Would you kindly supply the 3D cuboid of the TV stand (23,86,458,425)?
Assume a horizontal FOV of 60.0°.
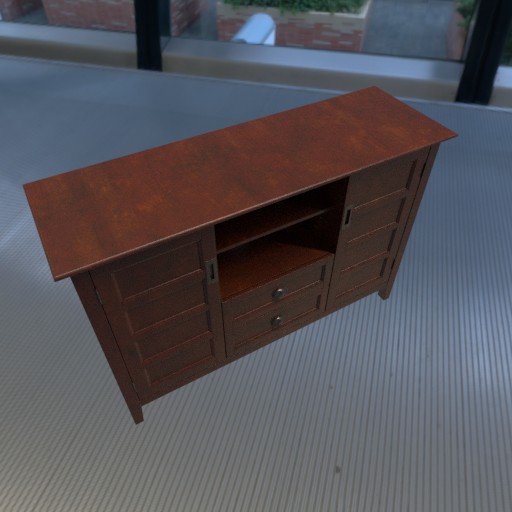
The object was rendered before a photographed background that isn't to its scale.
[{"bbox_3d":[0.000,0.000,1.763,1.372,0.915,0.445,-22,49,-20],"label":"TV stand"}]
